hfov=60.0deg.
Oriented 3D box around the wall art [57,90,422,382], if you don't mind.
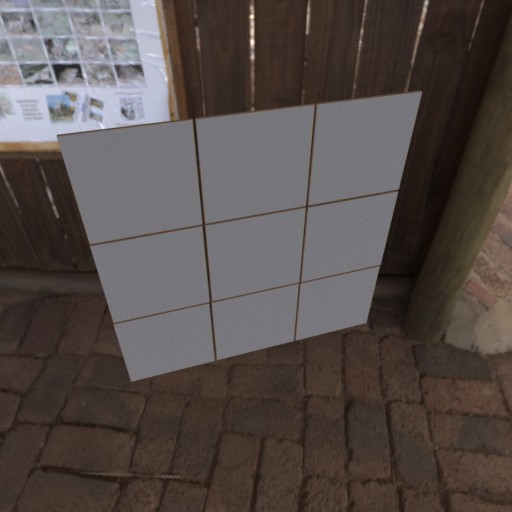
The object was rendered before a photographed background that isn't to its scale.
[{"bbox_3d":[0.000,0.000,2.273,1.527,1.521,0.017,-11,41,-13],"label":"wall art"}]
